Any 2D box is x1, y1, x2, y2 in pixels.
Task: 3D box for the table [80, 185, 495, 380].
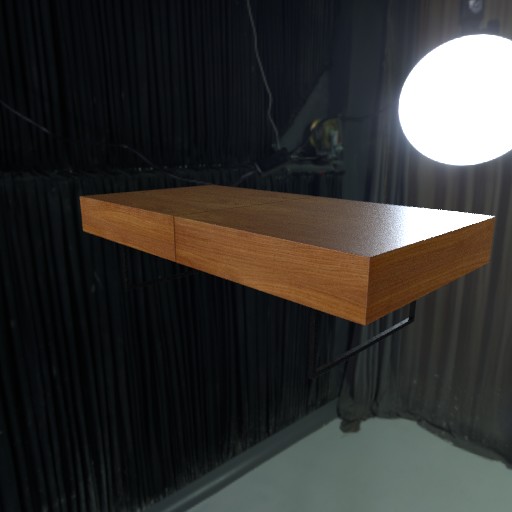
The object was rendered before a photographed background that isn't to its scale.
[{"bbox_3d":[0.000,0.000,1.426,0.610,0.330,1.194,-14,20,-42],"label":"table"}]
